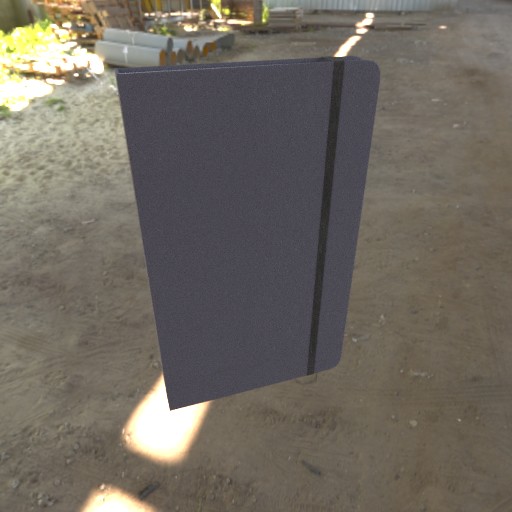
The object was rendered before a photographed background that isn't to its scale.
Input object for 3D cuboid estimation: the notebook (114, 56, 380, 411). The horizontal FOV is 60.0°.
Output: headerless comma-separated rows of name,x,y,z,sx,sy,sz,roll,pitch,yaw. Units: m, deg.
notebook,0.000,0.000,0.263,0.127,0.213,0.016,-10,34,-15
